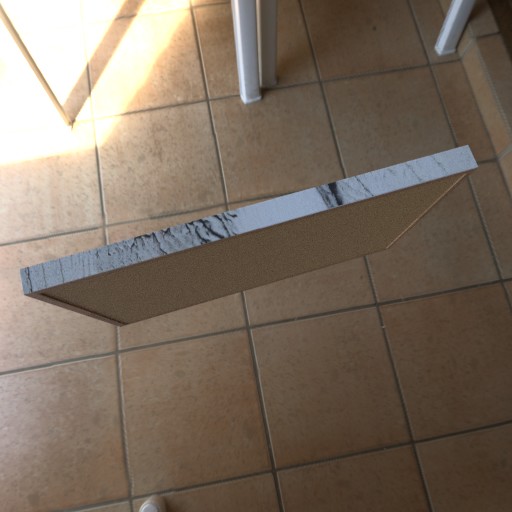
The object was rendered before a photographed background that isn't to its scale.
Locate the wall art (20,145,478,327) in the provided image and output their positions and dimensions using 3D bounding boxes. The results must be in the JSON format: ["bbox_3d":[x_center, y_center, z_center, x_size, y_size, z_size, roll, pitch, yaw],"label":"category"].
[{"bbox_3d":[0.000,0.000,0.774,0.613,0.407,0.035,-16,76,-4],"label":"wall art"}]
